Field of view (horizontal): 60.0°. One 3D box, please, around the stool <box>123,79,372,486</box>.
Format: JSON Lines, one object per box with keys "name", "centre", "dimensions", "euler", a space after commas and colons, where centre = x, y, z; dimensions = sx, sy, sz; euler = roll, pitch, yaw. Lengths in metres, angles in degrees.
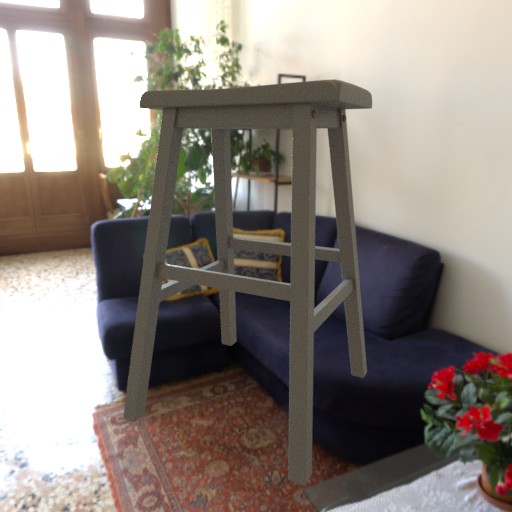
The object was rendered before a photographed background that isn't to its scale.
{"name": "stool", "centre": [0.000, 0.000, 1.051], "dimensions": [0.457, 0.737, 0.476], "euler": [8, 17, 26]}
